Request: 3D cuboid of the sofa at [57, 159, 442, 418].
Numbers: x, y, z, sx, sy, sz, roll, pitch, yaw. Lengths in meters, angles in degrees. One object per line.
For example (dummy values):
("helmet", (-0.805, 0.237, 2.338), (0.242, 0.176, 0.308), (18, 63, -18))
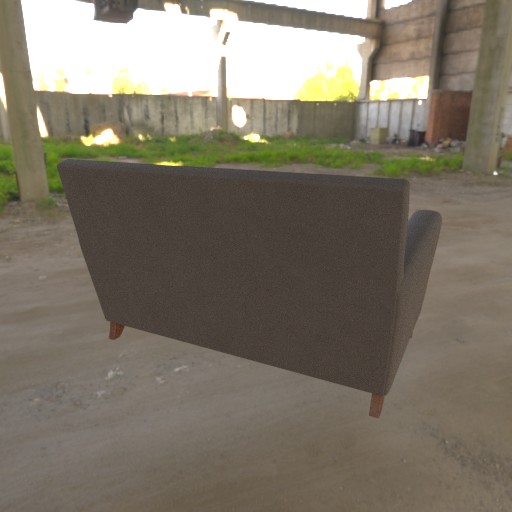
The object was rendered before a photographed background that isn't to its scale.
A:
("sofa", (0.000, 0.000, 1.957), (1.420, 0.846, 0.871), (9, 19, 26))
